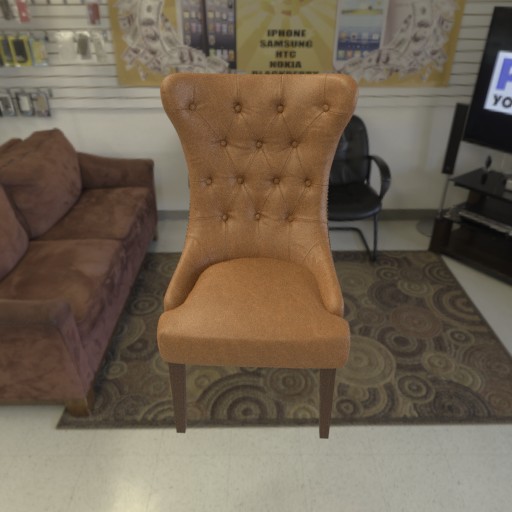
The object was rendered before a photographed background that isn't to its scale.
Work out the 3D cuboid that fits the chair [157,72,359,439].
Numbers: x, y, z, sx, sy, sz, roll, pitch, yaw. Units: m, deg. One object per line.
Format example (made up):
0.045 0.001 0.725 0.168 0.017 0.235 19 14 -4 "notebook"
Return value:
0.000 0.000 1.466 0.611 1.065 0.669 1 31 2 "chair"
